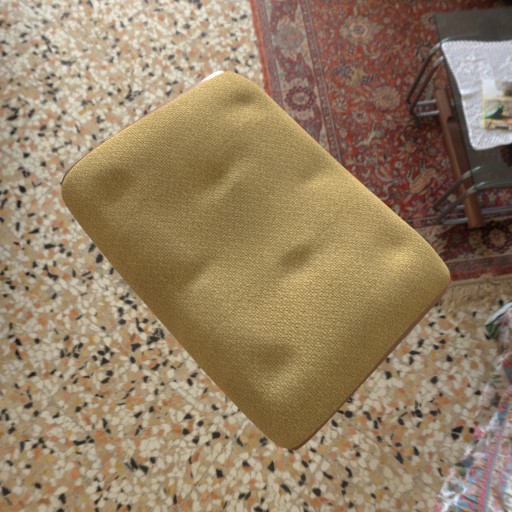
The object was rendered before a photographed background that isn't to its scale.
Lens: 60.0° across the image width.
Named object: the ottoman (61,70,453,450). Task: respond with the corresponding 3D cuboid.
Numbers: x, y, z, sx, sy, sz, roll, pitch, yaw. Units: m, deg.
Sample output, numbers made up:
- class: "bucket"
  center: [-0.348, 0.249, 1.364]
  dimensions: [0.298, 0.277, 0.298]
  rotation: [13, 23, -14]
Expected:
- class: "ottoman"
  center: [0.000, 0.000, 0.806]
  dimensions: [0.394, 0.391, 0.520]
  rotation: [-42, 79, -11]
